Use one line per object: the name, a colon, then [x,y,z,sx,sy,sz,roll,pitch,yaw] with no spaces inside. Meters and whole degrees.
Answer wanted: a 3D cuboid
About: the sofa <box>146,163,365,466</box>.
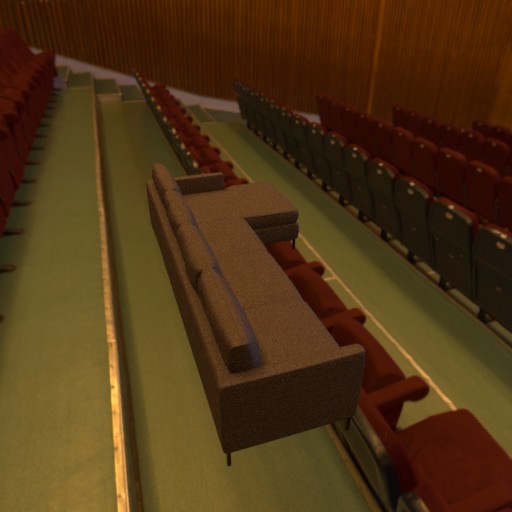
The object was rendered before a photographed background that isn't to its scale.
sofa: [0.000,0.000,3.870,1.483,0.892,3.221,-10,32,-16]
